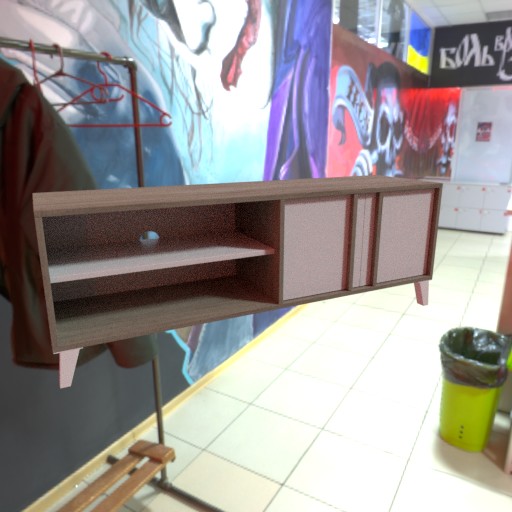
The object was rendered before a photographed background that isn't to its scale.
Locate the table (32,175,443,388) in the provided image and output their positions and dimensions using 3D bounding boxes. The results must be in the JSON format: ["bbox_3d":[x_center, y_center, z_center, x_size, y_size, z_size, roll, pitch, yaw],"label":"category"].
[{"bbox_3d":[0.000,0.000,1.727,1.500,0.530,0.400,-8,17,-25],"label":"table"}]
